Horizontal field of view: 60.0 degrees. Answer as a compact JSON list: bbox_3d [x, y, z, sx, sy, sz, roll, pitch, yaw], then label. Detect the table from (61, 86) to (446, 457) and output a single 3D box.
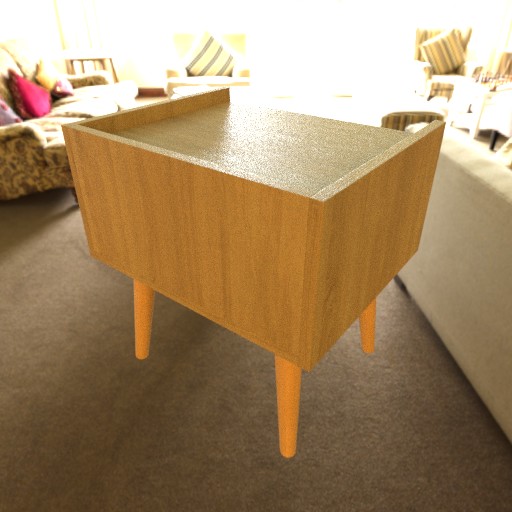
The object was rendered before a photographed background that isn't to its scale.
[{"bbox_3d":[0.000,0.000,0.792,0.450,0.470,0.370,22,38,31],"label":"table"}]
